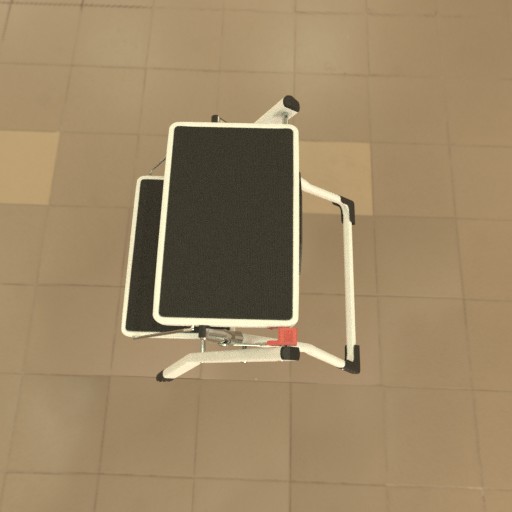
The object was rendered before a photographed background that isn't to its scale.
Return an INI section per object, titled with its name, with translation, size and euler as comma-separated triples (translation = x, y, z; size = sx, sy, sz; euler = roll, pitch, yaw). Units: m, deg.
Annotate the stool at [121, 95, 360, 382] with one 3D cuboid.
[stool]
translation = 0.000, 0.000, 0.863
size = 0.490, 0.445, 0.485
euler = 1, 74, 0
